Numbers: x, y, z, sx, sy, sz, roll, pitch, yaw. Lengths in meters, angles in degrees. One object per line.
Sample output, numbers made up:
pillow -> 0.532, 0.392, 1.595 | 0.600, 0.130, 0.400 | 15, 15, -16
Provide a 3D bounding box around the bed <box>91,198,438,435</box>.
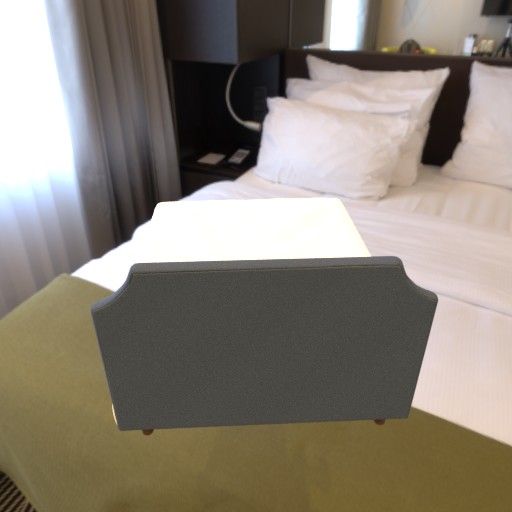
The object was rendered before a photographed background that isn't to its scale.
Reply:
bed -> 0.000, 0.000, 4.193 | 2.350, 1.488, 2.773 | -2, 30, -3
